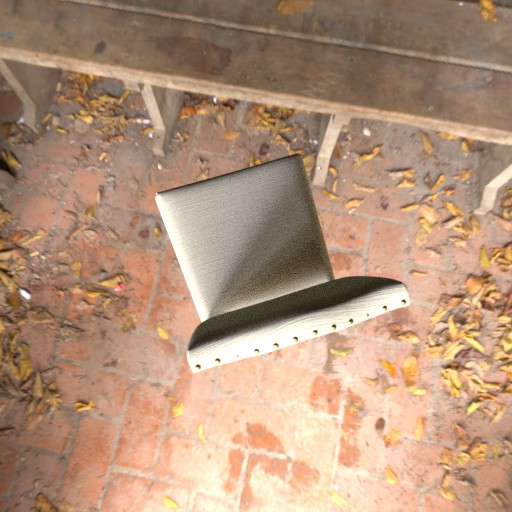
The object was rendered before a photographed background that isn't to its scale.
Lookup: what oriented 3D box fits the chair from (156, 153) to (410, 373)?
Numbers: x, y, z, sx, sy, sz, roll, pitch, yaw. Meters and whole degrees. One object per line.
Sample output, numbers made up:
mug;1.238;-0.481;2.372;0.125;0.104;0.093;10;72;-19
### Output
chair;0.000;0.000;1.352;0.508;1.015;0.619;-17;75;-5
